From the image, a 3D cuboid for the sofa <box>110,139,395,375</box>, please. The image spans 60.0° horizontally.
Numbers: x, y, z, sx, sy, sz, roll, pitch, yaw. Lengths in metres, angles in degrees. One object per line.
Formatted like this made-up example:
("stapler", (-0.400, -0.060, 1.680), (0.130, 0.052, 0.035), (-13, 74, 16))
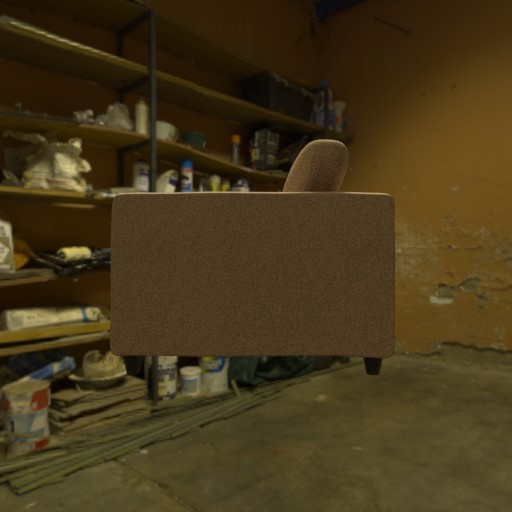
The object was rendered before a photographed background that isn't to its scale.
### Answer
("sofa", (0.000, 0.000, 2.344), (0.930, 0.800, 1.855), (0, 0, 1))
